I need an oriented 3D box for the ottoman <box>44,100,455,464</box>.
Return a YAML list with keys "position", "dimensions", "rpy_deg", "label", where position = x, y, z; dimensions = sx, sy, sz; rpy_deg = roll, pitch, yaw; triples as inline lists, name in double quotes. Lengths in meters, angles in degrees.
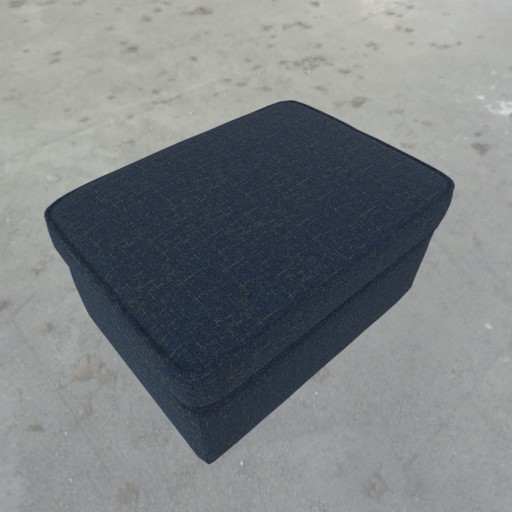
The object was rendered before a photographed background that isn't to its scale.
- position: [0.000, 0.000, 1.064]
  dimensions: [0.749, 0.450, 0.549]
  rpy_deg: [-33, 54, -27]
  label: "ottoman"
